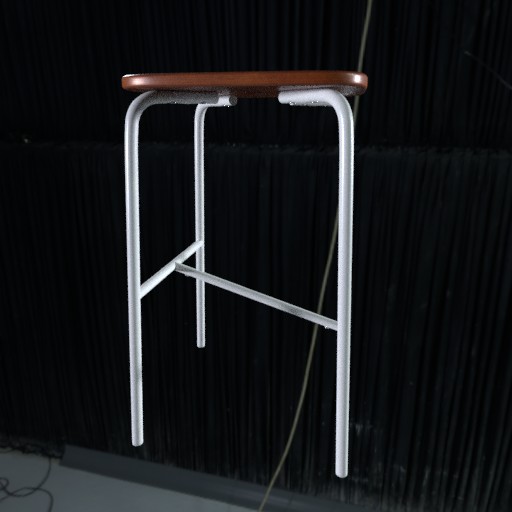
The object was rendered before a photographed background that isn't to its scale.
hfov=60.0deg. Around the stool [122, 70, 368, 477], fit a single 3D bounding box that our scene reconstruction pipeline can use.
[{"bbox_3d":[0.000,0.000,0.832,0.376,0.610,0.376,4,18,11],"label":"stool"}]
